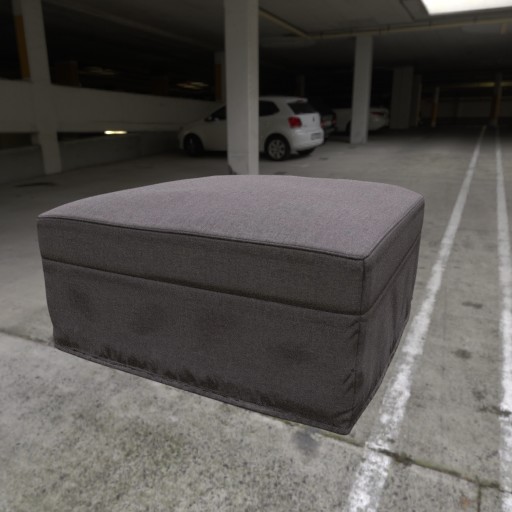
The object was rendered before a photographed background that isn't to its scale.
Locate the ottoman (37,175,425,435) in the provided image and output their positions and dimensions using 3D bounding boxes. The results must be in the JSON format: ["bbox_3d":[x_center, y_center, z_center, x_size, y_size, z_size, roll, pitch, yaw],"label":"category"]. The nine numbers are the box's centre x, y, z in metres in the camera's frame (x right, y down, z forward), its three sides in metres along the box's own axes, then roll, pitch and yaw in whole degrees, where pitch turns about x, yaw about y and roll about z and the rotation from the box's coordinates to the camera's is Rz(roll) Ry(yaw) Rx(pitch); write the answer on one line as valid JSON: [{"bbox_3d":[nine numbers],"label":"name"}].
[{"bbox_3d":[0.000,0.000,1.307,0.843,0.436,0.840,8,18,26],"label":"ottoman"}]
